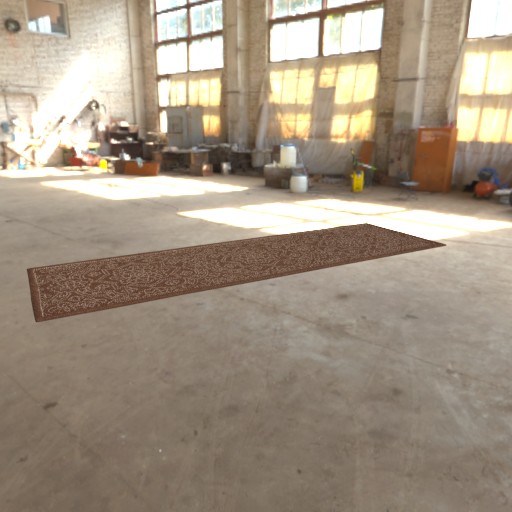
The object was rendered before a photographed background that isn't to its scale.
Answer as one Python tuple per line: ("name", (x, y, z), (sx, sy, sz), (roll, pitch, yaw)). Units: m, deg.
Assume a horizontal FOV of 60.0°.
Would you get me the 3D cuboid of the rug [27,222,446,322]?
("rug", (0.000, 0.000, 2.667), (2.448, 0.012, 0.769), (-9, 19, -27))
